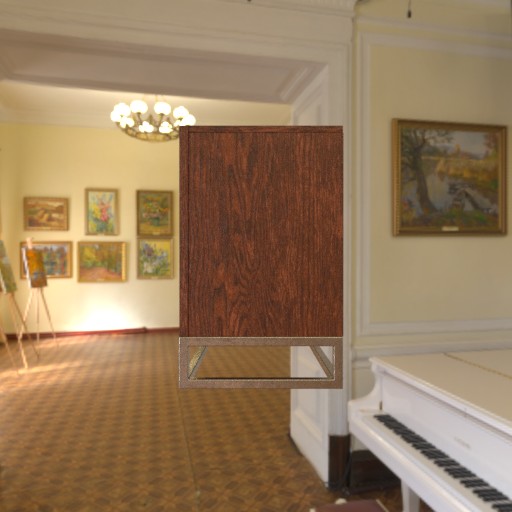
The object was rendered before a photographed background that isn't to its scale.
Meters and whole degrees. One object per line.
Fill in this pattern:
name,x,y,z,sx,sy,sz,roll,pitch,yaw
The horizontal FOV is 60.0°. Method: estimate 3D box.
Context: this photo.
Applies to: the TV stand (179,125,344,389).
TV stand,0.000,0.000,1.741,0.382,0.578,1.541,0,0,0
